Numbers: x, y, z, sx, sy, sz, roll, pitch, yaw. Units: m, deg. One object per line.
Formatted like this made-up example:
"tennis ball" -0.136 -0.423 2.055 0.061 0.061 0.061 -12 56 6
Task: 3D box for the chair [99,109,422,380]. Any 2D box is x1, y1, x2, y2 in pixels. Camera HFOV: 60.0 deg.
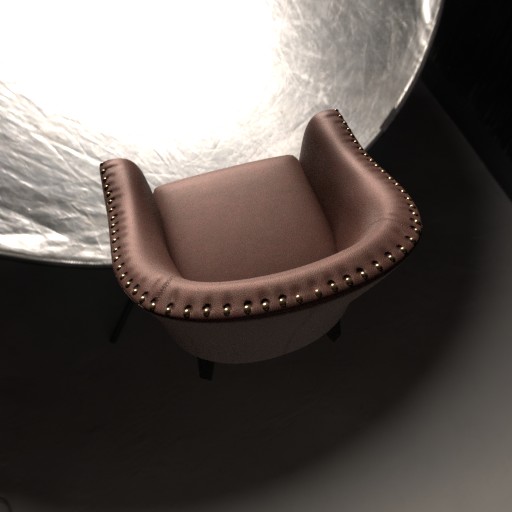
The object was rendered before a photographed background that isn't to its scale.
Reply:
"chair" 0.000 0.000 1.423 0.794 0.823 0.748 -15 61 -9
